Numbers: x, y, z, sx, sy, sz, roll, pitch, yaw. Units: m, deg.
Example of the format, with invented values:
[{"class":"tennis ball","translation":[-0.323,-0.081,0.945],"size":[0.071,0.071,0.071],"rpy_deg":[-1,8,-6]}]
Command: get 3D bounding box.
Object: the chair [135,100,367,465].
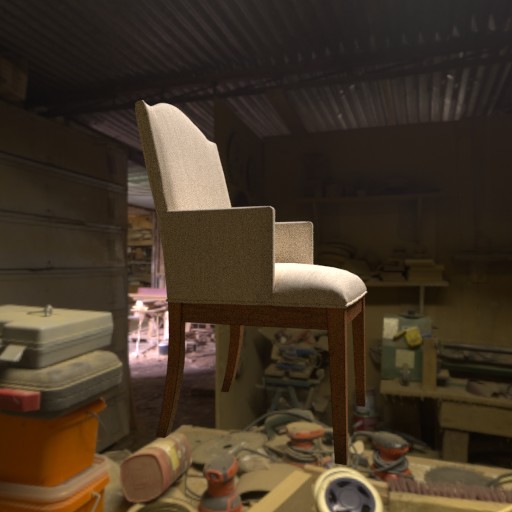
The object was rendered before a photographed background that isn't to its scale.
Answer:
[{"class":"chair","translation":[0.000,0.000,1.405],"size":[0.641,1.016,0.533],"rpy_deg":[0,-1,19]}]
